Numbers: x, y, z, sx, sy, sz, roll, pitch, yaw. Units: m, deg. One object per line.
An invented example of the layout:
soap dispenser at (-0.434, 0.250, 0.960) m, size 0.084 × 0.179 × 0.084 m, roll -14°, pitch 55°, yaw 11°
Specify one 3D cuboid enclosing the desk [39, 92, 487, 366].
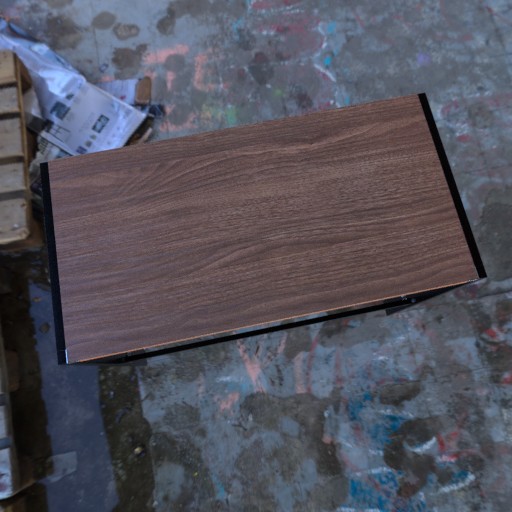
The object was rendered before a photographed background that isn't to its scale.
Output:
desk at (0.000, 0.000, 1.449) m, size 1.016 × 0.762 × 0.508 m, roll -11°, pitch 76°, yaw -3°
